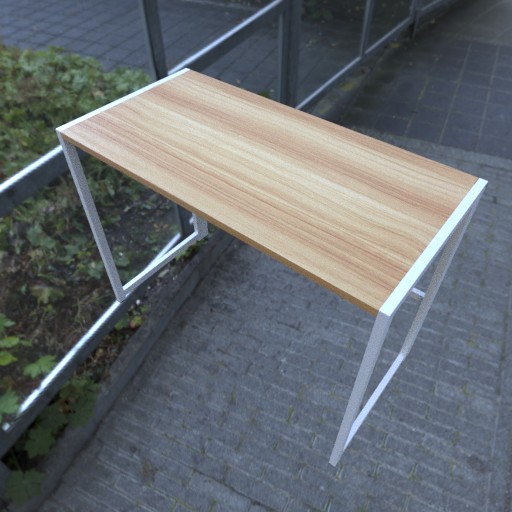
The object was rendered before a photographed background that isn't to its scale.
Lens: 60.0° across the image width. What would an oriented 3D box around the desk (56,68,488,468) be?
[{"bbox_3d":[0.000,0.000,1.411,1.016,0.762,0.508,30,53,26],"label":"desk"}]
